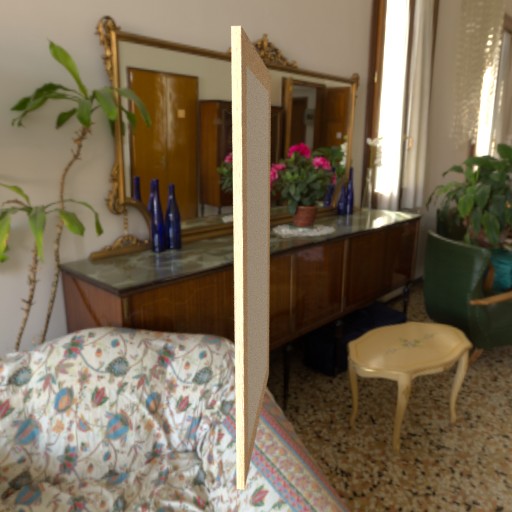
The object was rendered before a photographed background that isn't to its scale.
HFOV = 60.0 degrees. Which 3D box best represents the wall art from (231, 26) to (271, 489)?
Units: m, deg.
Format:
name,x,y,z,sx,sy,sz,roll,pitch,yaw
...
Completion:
name,x,y,z,sx,sy,sz,roll,pitch,yaw
wall art,0.000,0.000,0.818,0.013,0.683,0.381,2,14,7
